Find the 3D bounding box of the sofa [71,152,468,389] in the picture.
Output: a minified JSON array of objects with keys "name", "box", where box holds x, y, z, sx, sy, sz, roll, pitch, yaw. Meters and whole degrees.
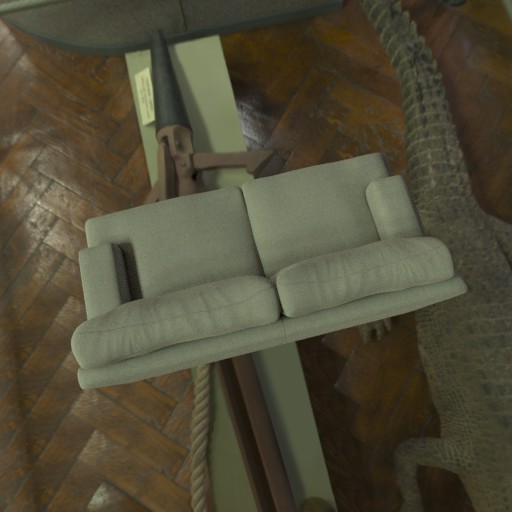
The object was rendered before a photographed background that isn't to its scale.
[{"name":"sofa","box":[0.000,0.000,2.414,1.855,0.980,0.962,-14,76,-3]}]
